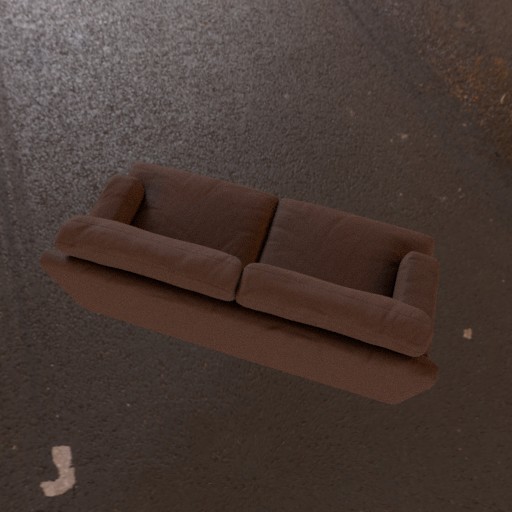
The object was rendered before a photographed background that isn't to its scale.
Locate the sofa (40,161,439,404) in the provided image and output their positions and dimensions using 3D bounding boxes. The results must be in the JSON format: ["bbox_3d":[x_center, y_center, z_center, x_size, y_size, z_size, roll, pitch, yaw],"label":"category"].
[{"bbox_3d":[0.000,0.000,2.863,2.274,0.950,1.140,16,64,8],"label":"sofa"}]
